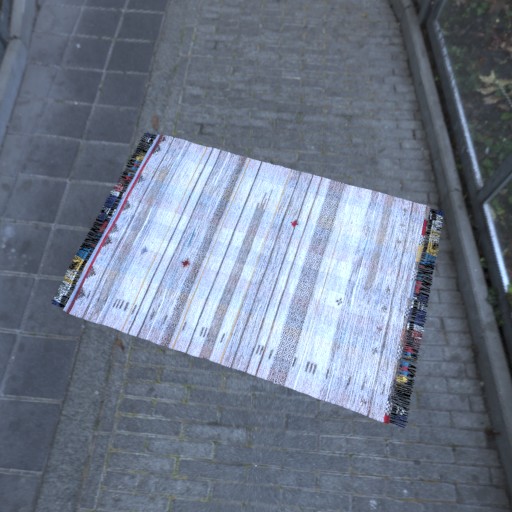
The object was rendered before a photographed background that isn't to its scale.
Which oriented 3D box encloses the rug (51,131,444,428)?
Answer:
[{"bbox_3d":[0.000,0.000,2.364,1.848,0.012,1.217,17,66,8],"label":"rug"}]
